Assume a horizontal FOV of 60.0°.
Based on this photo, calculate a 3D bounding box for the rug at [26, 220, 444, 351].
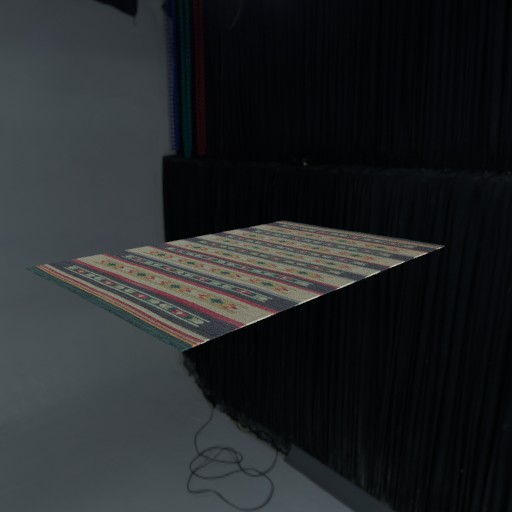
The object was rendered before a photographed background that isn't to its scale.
[{"bbox_3d":[0.000,0.000,2.885,1.522,0.010,2.311,14,20,43],"label":"rug"}]
